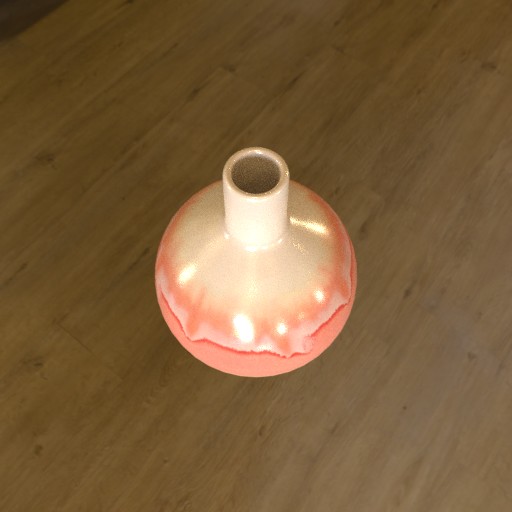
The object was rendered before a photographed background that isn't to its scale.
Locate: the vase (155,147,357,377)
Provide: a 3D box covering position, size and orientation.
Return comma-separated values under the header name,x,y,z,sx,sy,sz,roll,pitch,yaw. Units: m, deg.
name,x,y,z,sx,sy,sz,roll,pitch,yaw
vase,0.000,0.000,0.280,0.137,0.176,0.137,0,64,0
